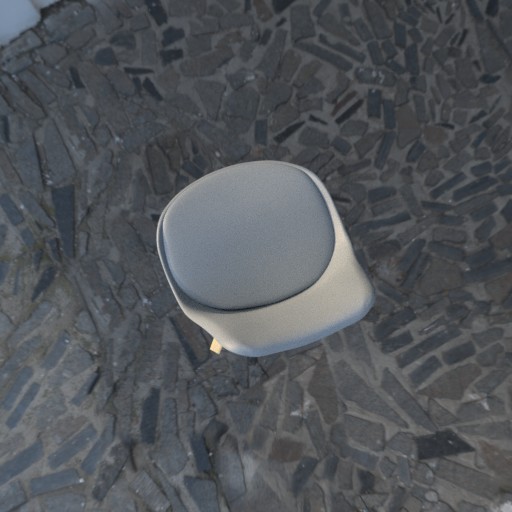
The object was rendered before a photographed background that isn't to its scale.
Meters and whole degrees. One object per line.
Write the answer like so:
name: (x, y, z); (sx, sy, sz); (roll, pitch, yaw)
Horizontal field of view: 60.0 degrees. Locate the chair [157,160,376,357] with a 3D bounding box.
chair: (0.000, 0.000, 1.215); (0.485, 0.850, 0.549); (-19, 76, -5)
